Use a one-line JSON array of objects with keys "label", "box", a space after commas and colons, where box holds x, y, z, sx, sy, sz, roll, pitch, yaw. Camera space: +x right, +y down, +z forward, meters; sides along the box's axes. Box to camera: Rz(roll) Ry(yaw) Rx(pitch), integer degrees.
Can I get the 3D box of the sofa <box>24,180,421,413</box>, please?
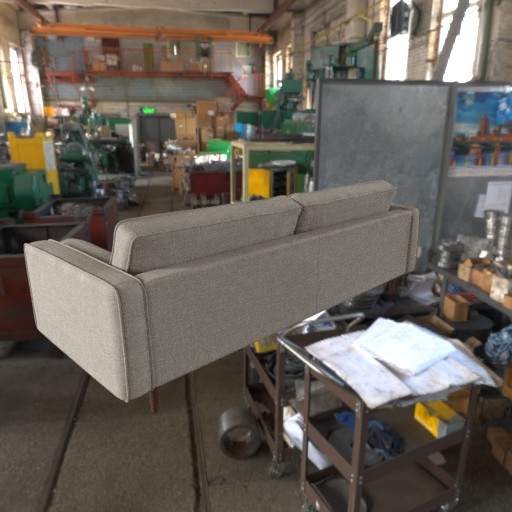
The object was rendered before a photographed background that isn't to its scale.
[{"label": "sofa", "box": [0.000, 0.000, 2.544, 2.211, 0.762, 0.914, -15, 22, -42]}]
